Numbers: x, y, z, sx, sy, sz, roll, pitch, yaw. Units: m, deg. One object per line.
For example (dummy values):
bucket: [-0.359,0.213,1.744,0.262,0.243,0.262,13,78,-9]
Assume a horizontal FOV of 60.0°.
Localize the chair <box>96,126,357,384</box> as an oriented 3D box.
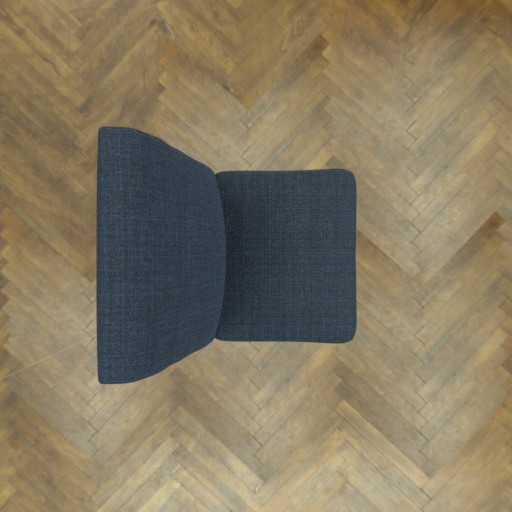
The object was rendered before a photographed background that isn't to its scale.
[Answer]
chair: [0.000,0.000,1.246,0.586,0.911,0.507,0,90,1]
